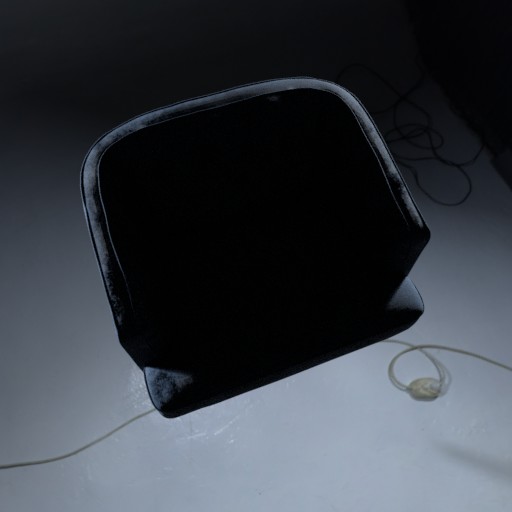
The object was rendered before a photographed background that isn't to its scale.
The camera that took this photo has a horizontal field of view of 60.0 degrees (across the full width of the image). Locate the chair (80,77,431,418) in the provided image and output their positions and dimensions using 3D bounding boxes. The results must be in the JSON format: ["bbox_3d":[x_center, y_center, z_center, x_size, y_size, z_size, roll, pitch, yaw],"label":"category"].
[{"bbox_3d":[0.000,0.000,1.750,1.094,0.852,0.940,-18,64,-9],"label":"chair"}]
